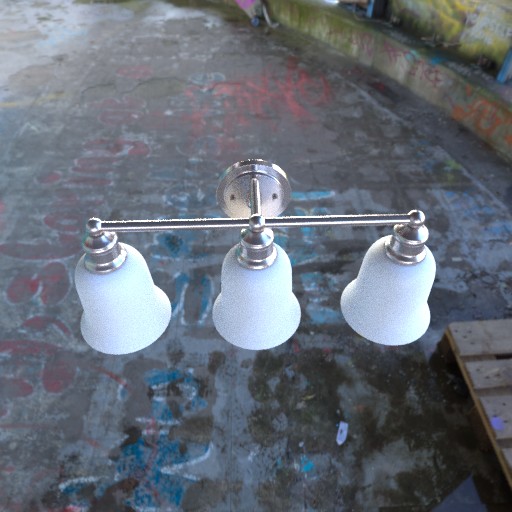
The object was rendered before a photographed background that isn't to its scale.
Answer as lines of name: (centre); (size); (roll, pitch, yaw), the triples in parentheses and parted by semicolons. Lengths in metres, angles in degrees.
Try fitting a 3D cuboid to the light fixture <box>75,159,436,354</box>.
light fixture: (0.000, 0.000, 0.672); (0.570, 0.211, 0.198); (-2, 47, -1)
